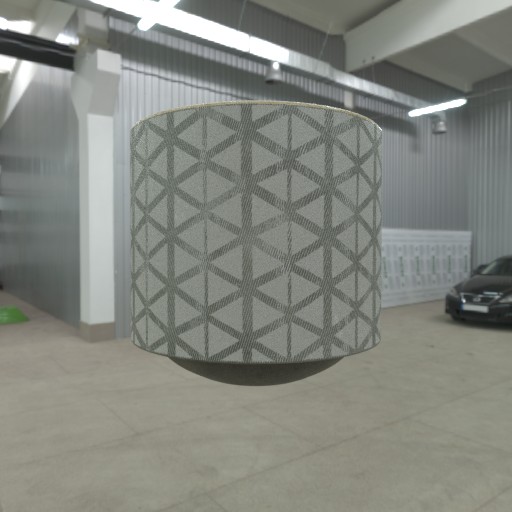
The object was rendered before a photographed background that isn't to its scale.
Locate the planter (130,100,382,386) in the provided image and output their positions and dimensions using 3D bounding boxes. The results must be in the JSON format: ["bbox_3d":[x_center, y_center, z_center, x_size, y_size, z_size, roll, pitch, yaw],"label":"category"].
[{"bbox_3d":[0.000,0.000,0.459,0.250,0.239,0.250,0,1,0],"label":"planter"}]
